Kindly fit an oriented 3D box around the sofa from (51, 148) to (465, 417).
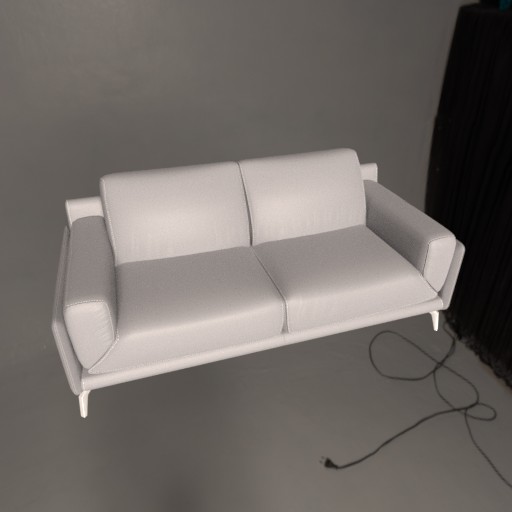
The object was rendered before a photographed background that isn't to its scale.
[{"bbox_3d":[0.000,0.000,2.539,2.100,0.900,0.969,-10,33,-15],"label":"sofa"}]
